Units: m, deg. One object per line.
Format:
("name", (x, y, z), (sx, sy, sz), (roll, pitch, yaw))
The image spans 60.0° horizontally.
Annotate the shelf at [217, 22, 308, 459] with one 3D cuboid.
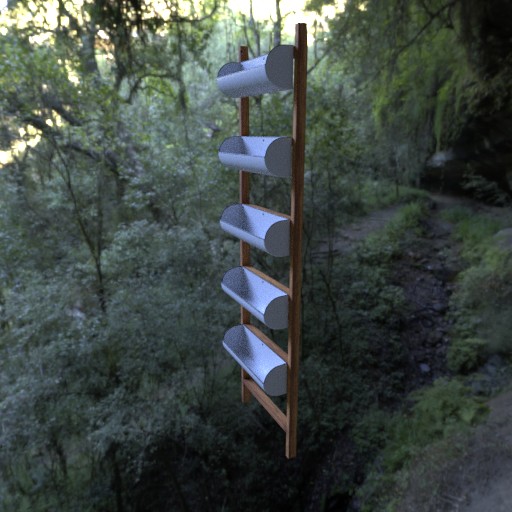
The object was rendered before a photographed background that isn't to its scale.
("shelf", (0.000, 0.000, 1.760), (0.141, 1.600, 0.454), (-8, 17, -25))
